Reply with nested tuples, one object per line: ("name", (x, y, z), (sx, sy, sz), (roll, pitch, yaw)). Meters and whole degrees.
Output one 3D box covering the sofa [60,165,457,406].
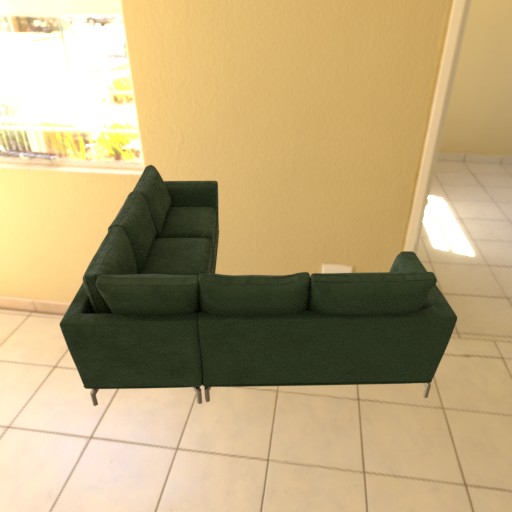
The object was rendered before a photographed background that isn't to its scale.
("sofa", (0.000, 0.000, 3.894), (2.468, 1.004, 2.452), (-1, 30, -1))
